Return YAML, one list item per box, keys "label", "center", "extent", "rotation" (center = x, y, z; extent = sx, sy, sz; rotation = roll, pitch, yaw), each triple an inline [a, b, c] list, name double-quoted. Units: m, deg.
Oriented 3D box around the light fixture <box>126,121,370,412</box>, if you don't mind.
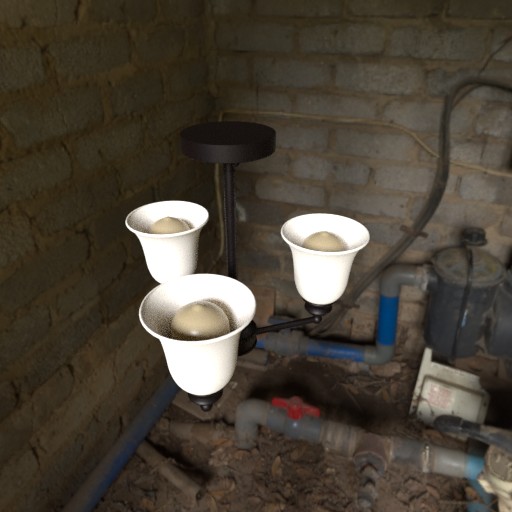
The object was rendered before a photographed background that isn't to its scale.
- label: "light fixture"
  center: [0.000, 0.000, 0.657]
  extent: [0.354, 0.370, 0.388]
  rotation: [-9, 31, -15]
